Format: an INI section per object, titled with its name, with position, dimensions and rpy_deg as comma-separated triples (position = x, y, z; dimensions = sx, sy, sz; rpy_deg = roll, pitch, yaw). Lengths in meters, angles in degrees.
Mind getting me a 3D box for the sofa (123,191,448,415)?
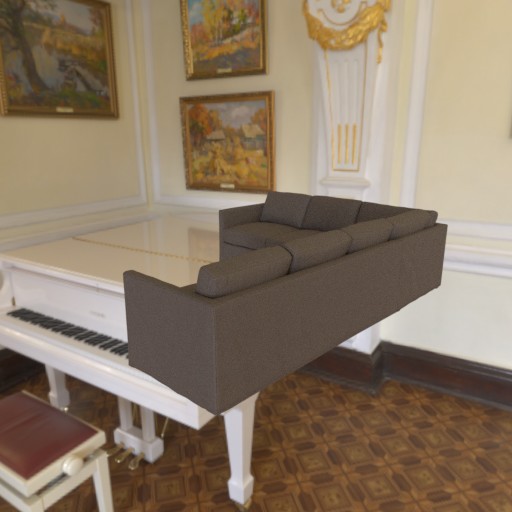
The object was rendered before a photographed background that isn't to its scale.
[sofa]
position = 0.000, 0.000, 4.290
dimensions = 2.432, 0.871, 3.182
rpy_deg = 14, 20, 42
